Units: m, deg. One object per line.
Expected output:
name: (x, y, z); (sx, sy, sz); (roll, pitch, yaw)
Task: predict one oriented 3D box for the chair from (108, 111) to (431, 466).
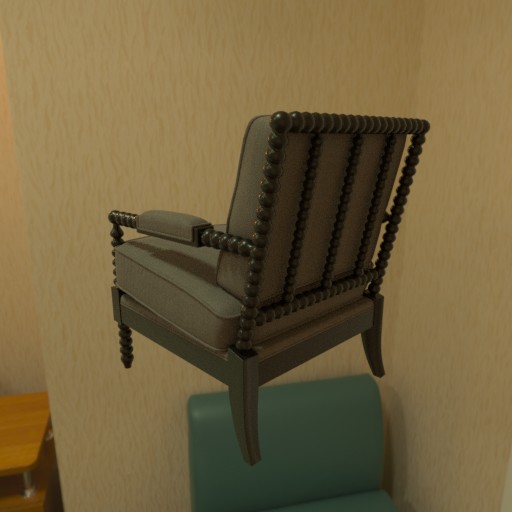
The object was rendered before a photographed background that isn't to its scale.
chair: (0.000, 0.000, 1.114); (0.540, 0.661, 0.622); (-14, 20, -42)
